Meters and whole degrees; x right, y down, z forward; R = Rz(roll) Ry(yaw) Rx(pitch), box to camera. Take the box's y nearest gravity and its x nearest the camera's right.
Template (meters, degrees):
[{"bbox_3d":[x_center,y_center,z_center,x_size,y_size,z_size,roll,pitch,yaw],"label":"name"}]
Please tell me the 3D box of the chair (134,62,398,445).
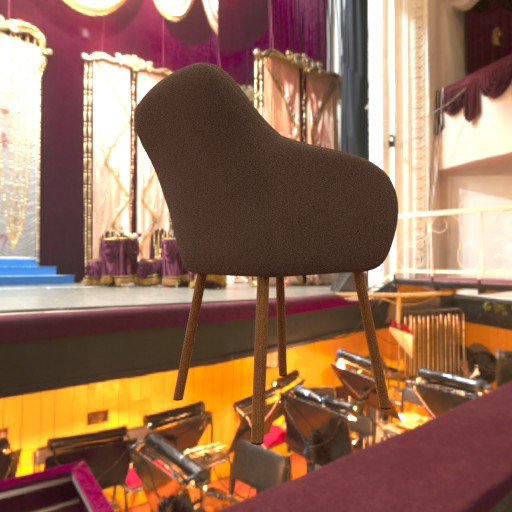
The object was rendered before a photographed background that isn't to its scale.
[{"bbox_3d":[0.000,0.000,1.221,0.590,0.830,0.570,1,-1,-37],"label":"chair"}]
